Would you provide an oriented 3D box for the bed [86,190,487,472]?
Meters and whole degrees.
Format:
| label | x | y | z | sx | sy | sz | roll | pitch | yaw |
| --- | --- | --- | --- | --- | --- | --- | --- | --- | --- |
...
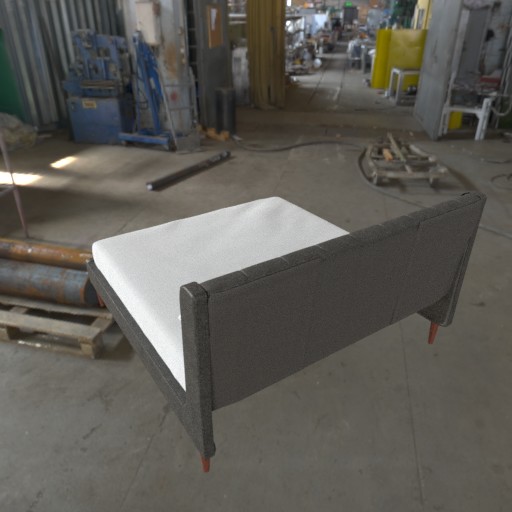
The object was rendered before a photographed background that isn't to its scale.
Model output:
| label | x | y | z | sx | sy | sz | roll | pitch | yaw |
| --- | --- | --- | --- | --- | --- | --- | --- | --- | --- |
| bed | 0.000 | 0.000 | 3.112 | 1.903 | 1.158 | 2.031 | -18 | 33 | -29 |
